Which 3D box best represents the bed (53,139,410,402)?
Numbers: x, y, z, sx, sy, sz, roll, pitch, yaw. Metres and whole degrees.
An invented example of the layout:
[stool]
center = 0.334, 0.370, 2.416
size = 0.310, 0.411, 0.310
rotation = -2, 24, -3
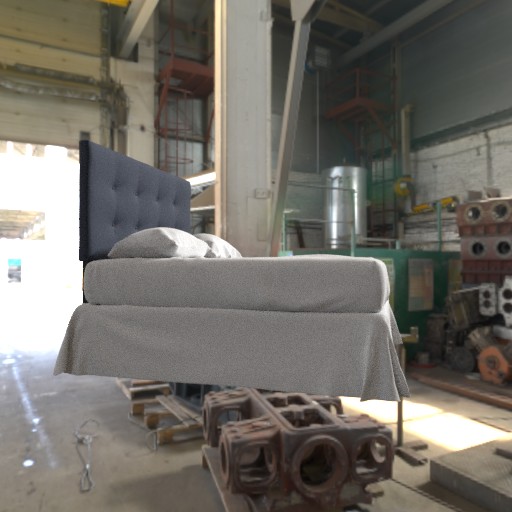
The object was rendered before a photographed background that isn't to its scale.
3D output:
[bed]
center = 0.000, 0.000, 3.489
size = 2.222, 1.577, 1.936
rotation = 0, -1, 17
